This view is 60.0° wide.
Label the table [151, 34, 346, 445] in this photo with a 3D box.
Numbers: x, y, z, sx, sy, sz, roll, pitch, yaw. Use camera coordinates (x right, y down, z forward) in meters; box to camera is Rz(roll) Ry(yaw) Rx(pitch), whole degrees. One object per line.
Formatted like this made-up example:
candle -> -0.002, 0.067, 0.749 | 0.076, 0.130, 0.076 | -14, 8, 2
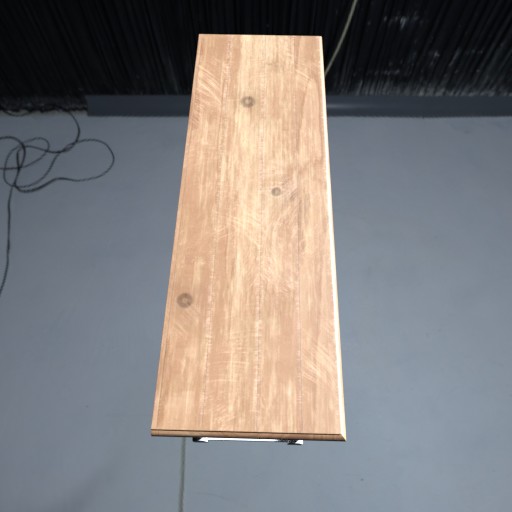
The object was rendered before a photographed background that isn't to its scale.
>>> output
table -> 0.000, 0.000, 1.523 | 0.399, 0.800, 1.219 | 1, 64, 1
